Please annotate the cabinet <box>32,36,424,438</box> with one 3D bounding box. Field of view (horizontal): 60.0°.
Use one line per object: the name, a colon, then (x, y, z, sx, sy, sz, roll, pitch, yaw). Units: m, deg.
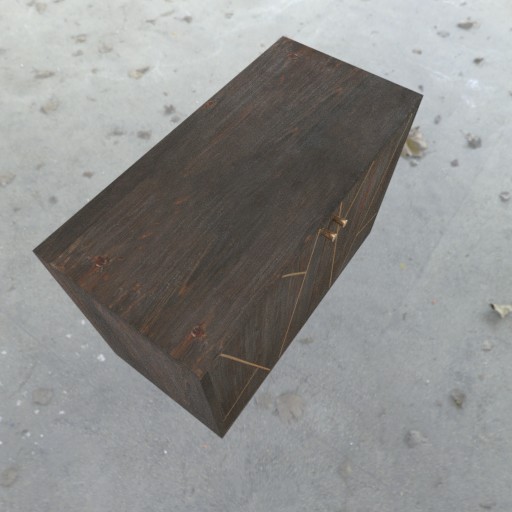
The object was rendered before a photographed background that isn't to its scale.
cabinet: (0.000, 0.000, 1.531, 0.529, 0.897, 1.023, 32, 64, 18)
